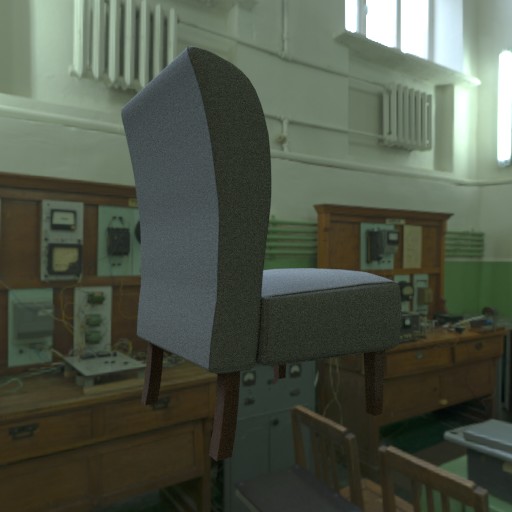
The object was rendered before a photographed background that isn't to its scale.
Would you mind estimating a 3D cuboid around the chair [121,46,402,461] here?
[{"bbox_3d":[0.000,0.000,1.171,0.592,0.804,0.513,0,0,-34],"label":"chair"}]
